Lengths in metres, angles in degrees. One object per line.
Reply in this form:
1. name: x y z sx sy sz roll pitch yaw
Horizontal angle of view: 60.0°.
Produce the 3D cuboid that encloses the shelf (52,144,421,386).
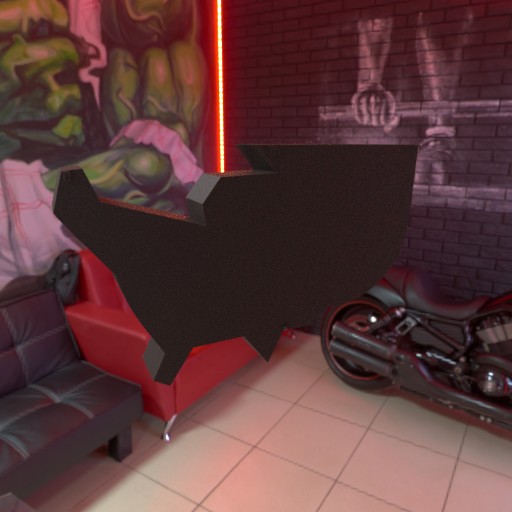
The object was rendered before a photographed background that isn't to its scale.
1. shelf: 0.000 0.000 0.898 0.729 0.439 0.112 -7 16 -24
